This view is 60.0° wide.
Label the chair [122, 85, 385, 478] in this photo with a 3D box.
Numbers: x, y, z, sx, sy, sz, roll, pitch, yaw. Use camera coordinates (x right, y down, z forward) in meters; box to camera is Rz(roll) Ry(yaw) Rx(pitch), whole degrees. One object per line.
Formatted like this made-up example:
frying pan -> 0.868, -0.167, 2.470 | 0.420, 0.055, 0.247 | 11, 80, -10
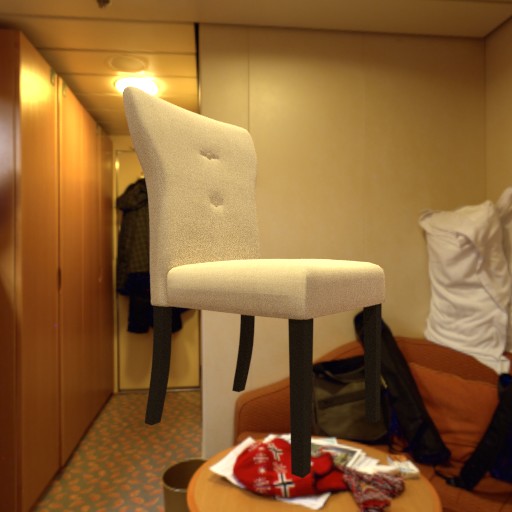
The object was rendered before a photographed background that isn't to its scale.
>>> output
chair -> 0.000, 0.000, 1.240 | 0.597, 0.921, 0.509 | 0, 0, 37
